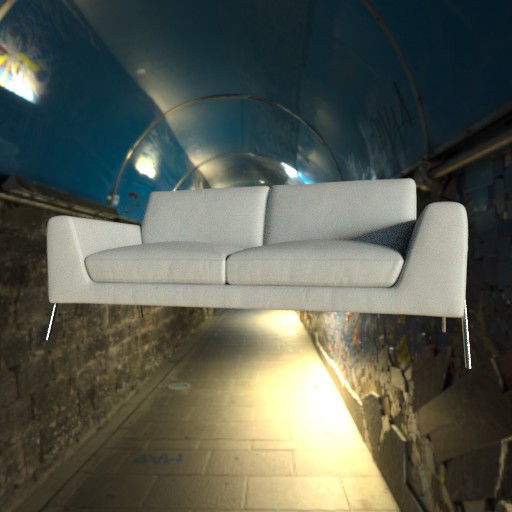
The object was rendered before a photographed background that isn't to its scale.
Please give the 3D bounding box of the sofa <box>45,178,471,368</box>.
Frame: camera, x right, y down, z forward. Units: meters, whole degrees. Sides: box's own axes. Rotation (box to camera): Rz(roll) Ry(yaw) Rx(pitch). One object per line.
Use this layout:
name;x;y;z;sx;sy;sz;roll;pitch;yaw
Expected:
sofa;0.000;0.000;2.440;2.017;0.875;0.953;0;-1;17
